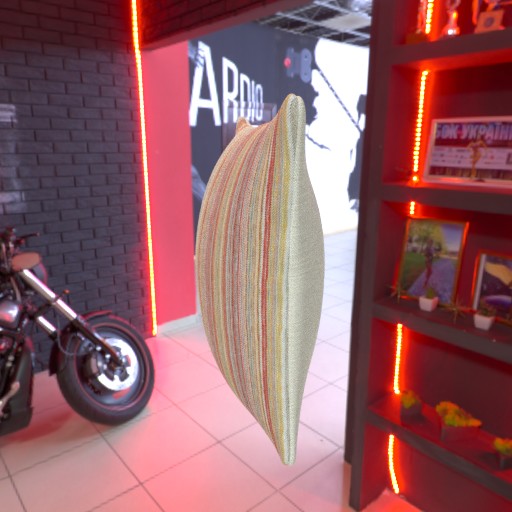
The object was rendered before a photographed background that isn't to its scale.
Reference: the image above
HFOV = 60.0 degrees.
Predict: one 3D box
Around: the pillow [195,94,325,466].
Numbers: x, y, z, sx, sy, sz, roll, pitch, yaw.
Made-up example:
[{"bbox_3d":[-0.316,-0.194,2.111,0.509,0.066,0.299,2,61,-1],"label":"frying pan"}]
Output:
[{"bbox_3d":[0.000,0.000,0.703,0.191,0.449,0.451,-2,14,-8],"label":"pillow"}]
